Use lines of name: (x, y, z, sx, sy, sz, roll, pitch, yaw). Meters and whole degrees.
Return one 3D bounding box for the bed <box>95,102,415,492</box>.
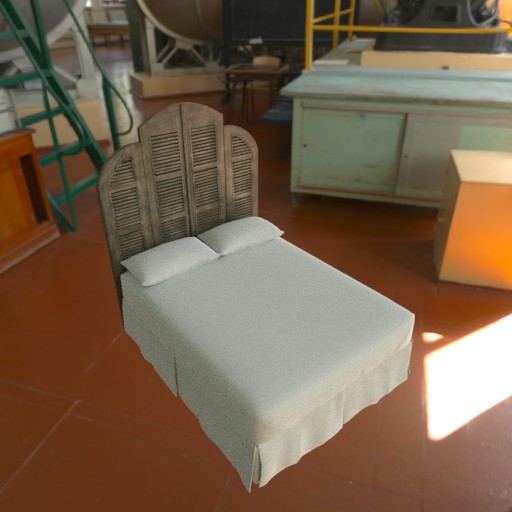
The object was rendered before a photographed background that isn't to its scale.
bed: (0.000, 0.000, 3.508, 1.713, 2.019, 2.138, -22, 37, -32)
